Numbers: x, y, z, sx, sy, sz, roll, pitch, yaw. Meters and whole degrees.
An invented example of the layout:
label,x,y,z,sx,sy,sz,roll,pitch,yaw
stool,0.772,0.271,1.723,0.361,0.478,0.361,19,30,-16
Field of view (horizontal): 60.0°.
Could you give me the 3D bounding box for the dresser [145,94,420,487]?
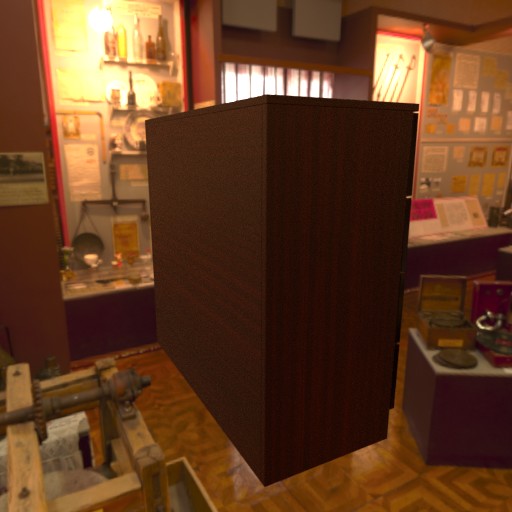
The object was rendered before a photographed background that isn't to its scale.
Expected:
label,x,y,z,sx,sy,sz,roll,pitch,yaw
dresser,0.000,0.000,1.176,0.360,0.720,0.750,-7,15,-27
